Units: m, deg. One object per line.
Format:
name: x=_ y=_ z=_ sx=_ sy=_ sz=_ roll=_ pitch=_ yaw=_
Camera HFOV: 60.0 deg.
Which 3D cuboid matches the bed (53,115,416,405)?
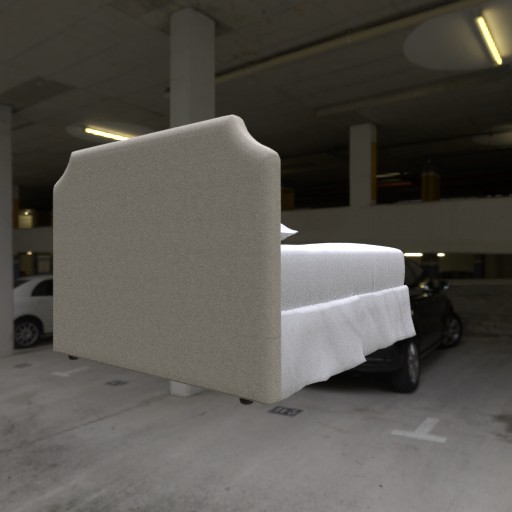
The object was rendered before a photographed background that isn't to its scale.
bed: x=0.000 y=0.000 z=3.174 sx=1.693 sy=1.290 sz=2.116 roll=0 pitch=1 yaw=36
